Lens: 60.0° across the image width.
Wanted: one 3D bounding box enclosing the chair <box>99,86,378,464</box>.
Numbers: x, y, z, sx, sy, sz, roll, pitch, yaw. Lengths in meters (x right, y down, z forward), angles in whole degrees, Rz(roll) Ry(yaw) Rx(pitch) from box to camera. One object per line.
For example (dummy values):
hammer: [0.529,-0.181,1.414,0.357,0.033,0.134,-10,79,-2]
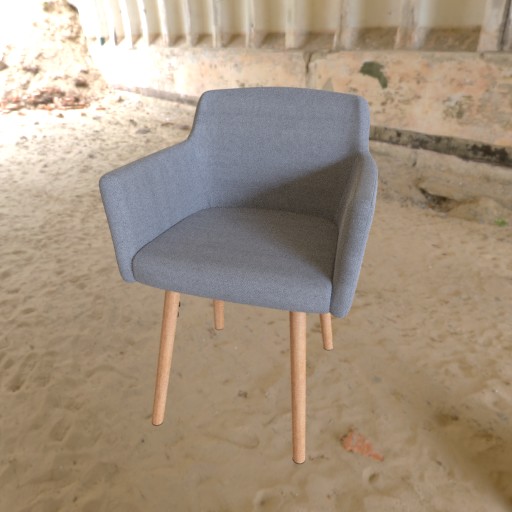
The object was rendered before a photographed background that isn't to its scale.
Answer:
chair: [0.000,0.000,1.148,0.570,0.780,0.540,8,27,15]
